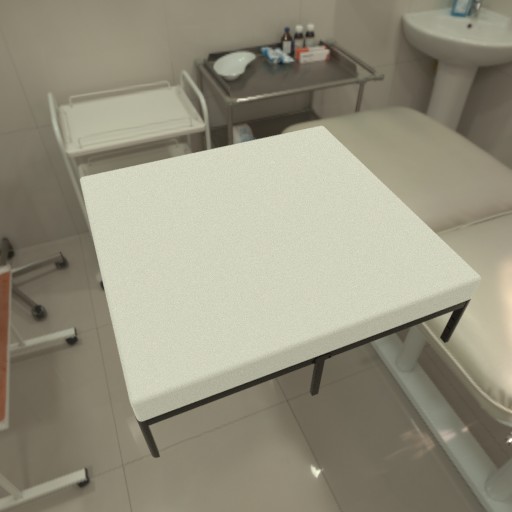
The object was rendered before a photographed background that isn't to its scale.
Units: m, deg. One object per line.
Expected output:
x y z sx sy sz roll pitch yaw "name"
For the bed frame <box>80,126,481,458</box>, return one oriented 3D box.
0.000 0.000 3.176 2.079 0.659 1.963 -16 47 -16 "bed frame"
